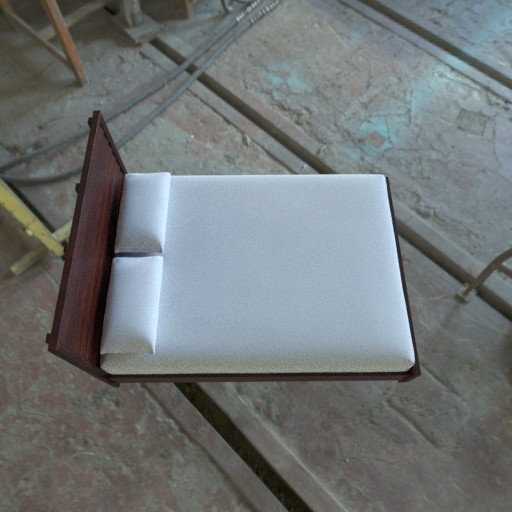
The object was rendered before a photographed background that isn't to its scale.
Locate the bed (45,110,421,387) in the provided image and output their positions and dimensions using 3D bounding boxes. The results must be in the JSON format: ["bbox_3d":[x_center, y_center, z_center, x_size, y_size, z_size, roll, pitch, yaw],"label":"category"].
[{"bbox_3d":[0.000,0.000,3.985,2.803,1.492,2.040,0,65,0],"label":"bed"}]
